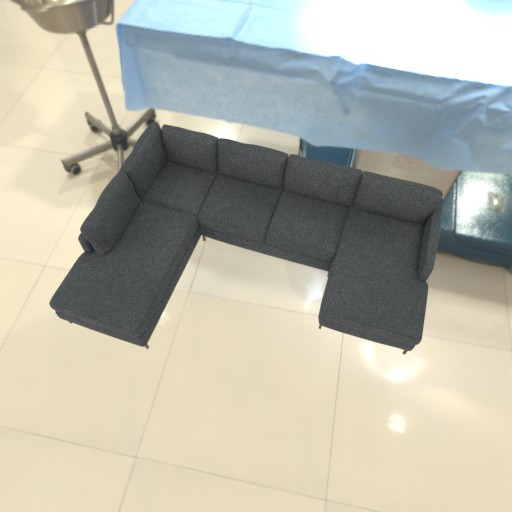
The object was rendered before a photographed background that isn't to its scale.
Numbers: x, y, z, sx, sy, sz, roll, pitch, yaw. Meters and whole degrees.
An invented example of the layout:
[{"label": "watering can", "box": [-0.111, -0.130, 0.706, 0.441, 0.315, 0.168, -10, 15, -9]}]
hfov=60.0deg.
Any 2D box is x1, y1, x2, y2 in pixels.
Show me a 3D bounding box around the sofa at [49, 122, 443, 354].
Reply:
[{"label": "sofa", "box": [0.000, 0.000, 3.875, 2.956, 0.813, 2.007, 16, 59, 10]}]
